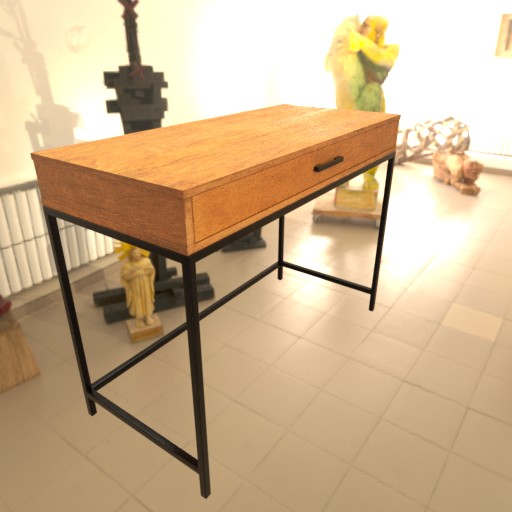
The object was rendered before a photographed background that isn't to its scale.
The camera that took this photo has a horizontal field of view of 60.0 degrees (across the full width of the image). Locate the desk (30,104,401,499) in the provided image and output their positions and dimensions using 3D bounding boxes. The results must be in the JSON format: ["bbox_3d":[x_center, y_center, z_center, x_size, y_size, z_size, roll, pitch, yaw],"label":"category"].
[{"bbox_3d":[0.000,0.000,1.370,0.470,0.762,1.016,18,31,32],"label":"desk"}]
